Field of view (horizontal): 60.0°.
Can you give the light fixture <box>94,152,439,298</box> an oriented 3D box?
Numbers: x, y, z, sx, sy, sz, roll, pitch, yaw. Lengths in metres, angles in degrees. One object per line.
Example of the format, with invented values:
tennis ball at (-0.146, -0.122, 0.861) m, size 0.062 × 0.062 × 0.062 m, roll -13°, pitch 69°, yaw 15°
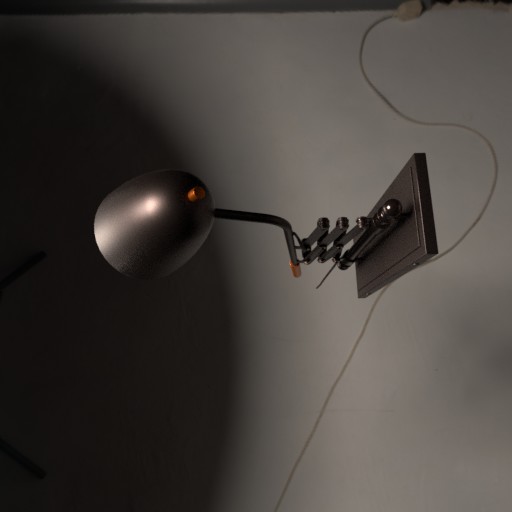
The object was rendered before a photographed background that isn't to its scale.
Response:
light fixture at (0.000, 0.000, 0.914) m, size 0.499 × 0.715 × 0.162 m, roll -2°, pitch 76°, yaw 0°
